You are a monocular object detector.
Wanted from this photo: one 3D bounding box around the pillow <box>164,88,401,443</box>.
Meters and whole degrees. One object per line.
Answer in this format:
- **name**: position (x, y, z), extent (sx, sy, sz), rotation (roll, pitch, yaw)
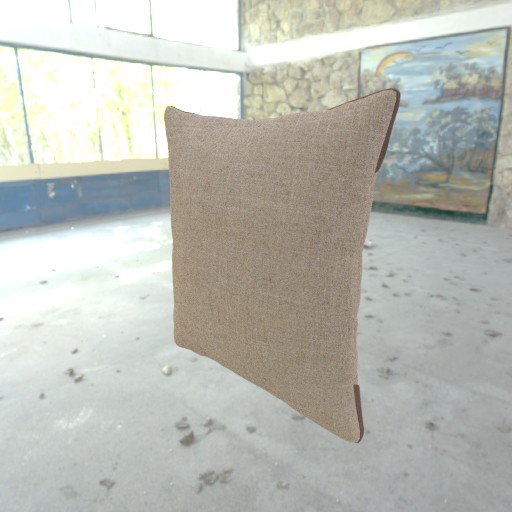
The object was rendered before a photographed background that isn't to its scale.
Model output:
- **pillow**: position (0.000, 0.000, 0.669), extent (0.147, 0.448, 0.437), rotation (-15, 21, -43)
